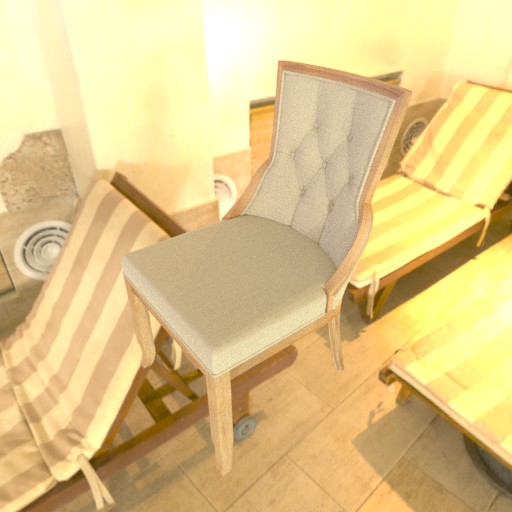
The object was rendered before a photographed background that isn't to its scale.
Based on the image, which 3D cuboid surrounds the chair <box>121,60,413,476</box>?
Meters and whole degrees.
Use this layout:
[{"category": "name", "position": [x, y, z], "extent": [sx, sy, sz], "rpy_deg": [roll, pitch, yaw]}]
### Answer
[{"category": "chair", "position": [0.000, 0.000, 1.304], "extent": [0.641, 0.947, 0.524], "rpy_deg": [-24, 41, -30]}]
